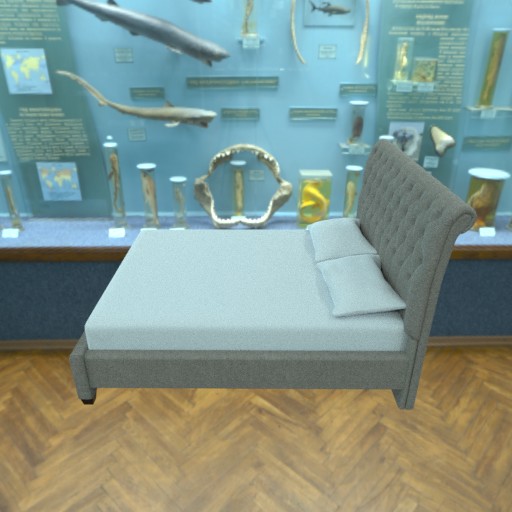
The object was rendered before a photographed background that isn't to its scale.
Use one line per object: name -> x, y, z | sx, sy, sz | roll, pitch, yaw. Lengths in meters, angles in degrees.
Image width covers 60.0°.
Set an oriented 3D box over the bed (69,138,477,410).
bed -> 0.000, 0.000, 3.256 | 2.252, 1.371, 1.645 | 0, 27, 0
